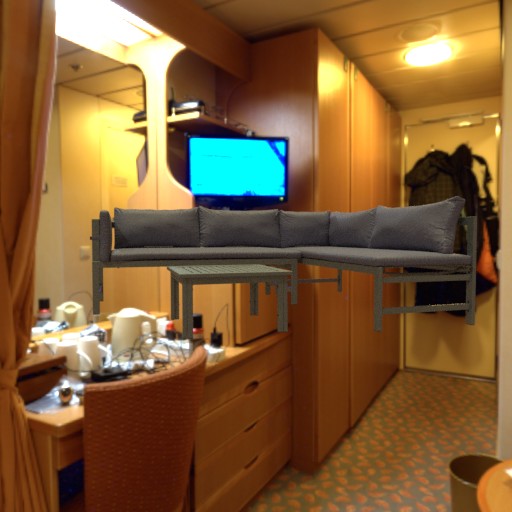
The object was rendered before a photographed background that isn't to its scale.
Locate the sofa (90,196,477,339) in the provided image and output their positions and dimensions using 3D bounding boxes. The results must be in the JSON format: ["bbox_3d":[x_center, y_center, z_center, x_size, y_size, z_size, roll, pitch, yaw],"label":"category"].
[{"bbox_3d":[0.000,0.000,3.027,2.149,0.762,1.658,-1,3,-17],"label":"sofa"}]
